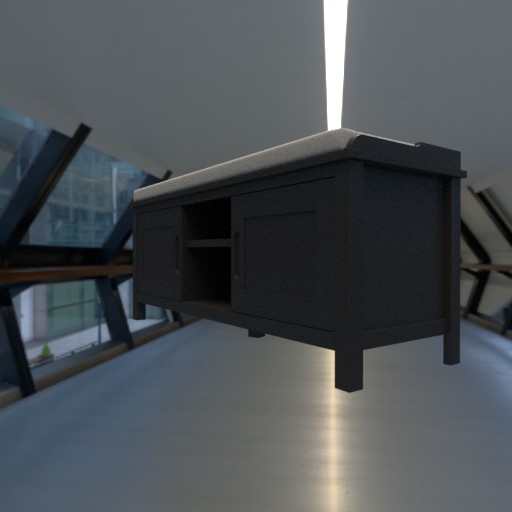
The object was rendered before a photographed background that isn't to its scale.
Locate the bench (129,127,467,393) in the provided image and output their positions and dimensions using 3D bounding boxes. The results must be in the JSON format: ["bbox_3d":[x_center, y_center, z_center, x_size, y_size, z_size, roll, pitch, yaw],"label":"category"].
[{"bbox_3d":[0.000,0.000,1.387,0.398,0.501,1.140,0,1,-36],"label":"bench"}]
